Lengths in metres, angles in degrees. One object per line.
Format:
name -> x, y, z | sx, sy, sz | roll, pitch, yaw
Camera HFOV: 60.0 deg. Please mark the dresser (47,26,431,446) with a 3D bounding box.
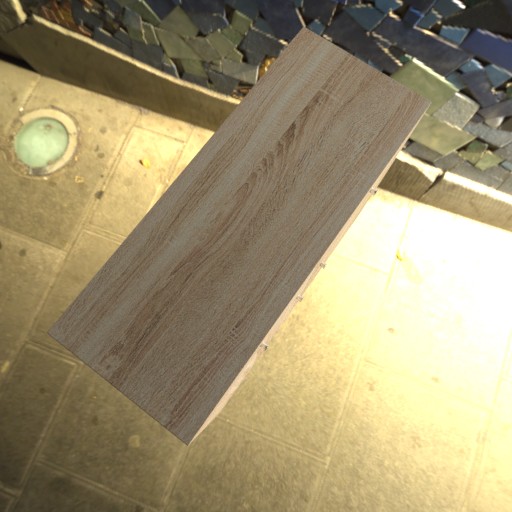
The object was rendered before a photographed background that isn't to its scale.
dresser -> 0.000, 0.000, 1.586 | 0.450, 0.900, 1.100 | 35, 78, 9
